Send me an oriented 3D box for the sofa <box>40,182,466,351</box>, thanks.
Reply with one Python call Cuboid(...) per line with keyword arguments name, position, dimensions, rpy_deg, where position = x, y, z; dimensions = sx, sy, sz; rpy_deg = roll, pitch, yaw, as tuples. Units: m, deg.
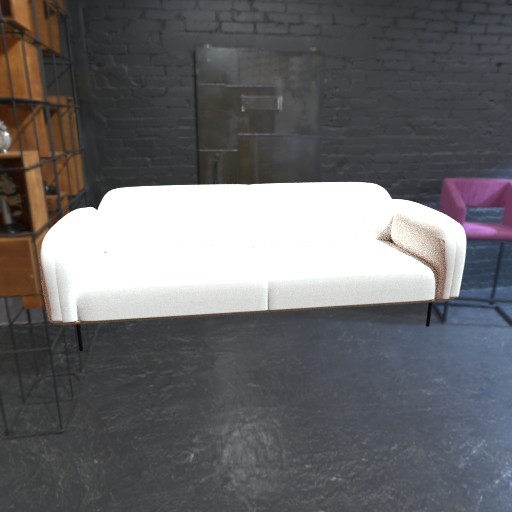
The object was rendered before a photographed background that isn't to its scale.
Cuboid(name="sofa", position=(0.000, 0.000, 2.686), dimensions=(2.280, 0.780, 0.870), rpy_deg=(-3, 17, -8))
